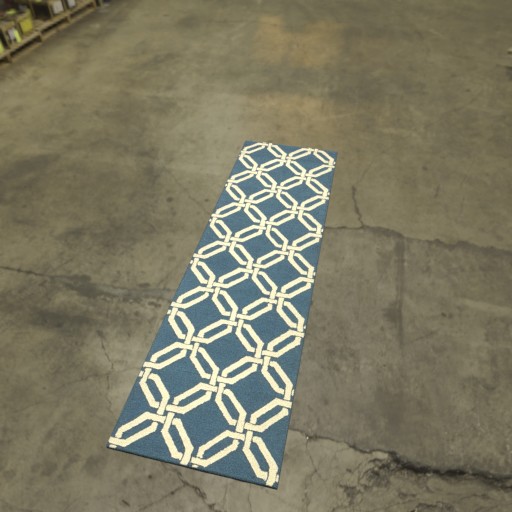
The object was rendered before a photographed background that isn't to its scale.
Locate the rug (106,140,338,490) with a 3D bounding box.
[{"bbox_3d":[0.000,0.000,2.435,0.678,0.014,2.276,9,46,9],"label":"rug"}]
